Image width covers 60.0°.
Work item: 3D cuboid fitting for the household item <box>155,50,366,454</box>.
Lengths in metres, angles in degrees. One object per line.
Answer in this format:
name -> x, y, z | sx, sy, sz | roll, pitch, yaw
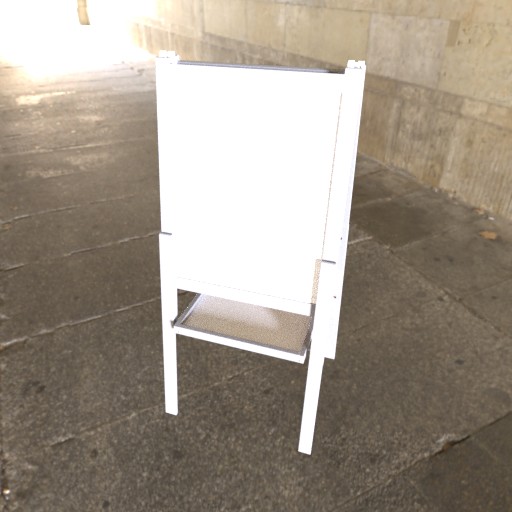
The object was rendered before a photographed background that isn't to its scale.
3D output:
household item -> 0.000, 0.000, 1.407 | 0.531, 1.172, 0.469 | 10, 34, 15
